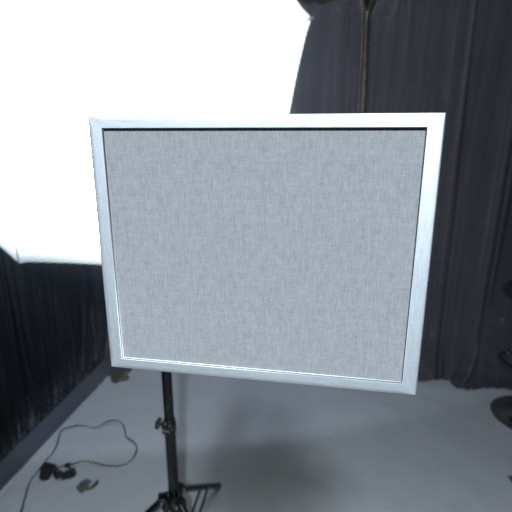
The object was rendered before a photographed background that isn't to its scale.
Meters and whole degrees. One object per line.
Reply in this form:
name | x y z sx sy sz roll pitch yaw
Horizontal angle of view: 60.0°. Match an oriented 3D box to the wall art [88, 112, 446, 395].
wall art | 0.000 0.000 0.751 0.556 0.457 0.028 3 15 10
